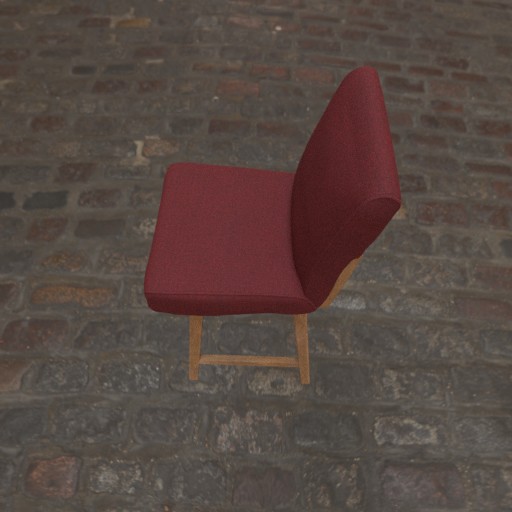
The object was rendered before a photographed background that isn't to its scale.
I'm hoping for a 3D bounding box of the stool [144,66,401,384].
[{"bbox_3d":[0.000,0.000,1.339,0.562,1.038,0.468,2,57,1],"label":"stool"}]
